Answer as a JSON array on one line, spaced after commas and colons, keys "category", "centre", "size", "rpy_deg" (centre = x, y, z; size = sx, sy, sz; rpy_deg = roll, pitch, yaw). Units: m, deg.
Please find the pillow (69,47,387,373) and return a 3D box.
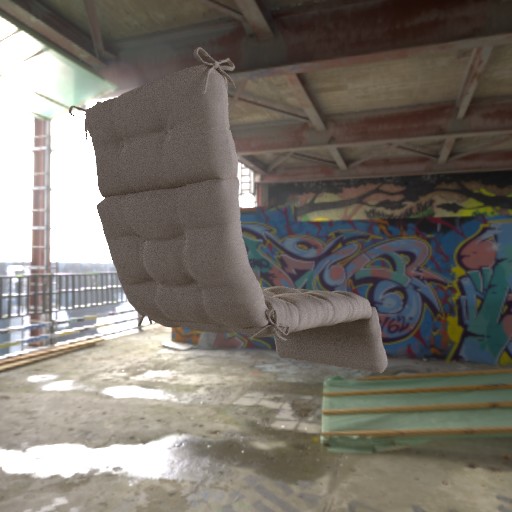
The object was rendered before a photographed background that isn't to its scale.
[{"category": "pillow", "centre": [0.000, 0.000, 1.436], "size": [0.526, 0.863, 1.016], "rpy_deg": [-1, -1, 38]}]
